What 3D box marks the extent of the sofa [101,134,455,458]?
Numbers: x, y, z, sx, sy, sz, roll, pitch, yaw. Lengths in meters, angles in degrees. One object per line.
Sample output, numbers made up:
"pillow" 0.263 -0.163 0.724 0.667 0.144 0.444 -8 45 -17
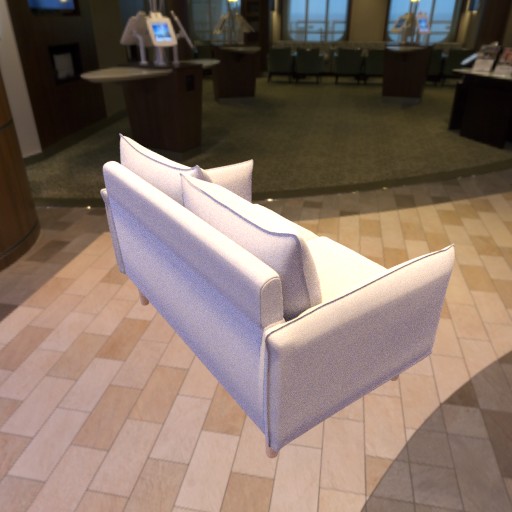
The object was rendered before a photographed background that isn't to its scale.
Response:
"sofa" 0.000 0.000 1.821 0.820 0.840 1.300 -19 34 -30
